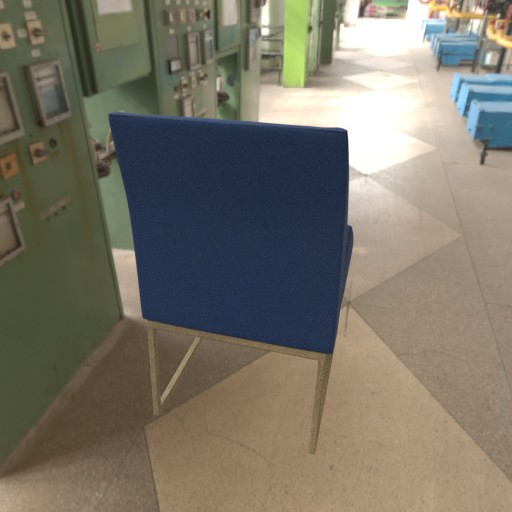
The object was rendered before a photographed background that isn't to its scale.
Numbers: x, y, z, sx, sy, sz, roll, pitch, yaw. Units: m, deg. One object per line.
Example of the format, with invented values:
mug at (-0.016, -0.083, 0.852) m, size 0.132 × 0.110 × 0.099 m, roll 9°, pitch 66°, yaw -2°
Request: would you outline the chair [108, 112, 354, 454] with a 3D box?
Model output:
chair at (0.000, 0.000, 1.235) m, size 0.508 × 0.863 × 0.522 m, roll 8°, pitch 32°, yaw 13°
